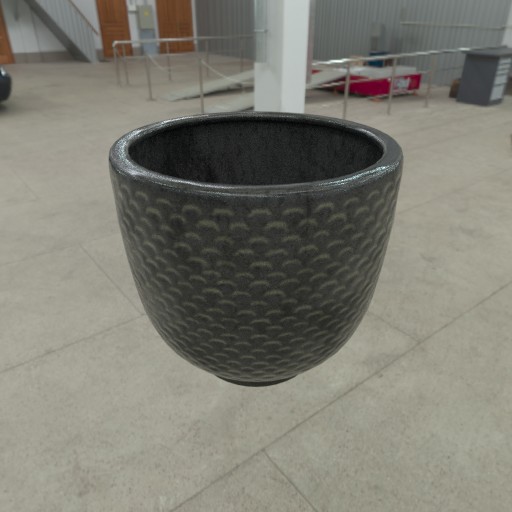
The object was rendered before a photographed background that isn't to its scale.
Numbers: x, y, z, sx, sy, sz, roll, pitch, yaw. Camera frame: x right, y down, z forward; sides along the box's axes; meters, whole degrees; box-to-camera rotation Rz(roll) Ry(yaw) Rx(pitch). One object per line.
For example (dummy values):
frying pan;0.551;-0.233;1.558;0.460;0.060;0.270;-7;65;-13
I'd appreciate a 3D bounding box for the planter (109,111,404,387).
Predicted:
planter;0.000;0.000;0.305;0.172;0.160;0.172;0;30;0
